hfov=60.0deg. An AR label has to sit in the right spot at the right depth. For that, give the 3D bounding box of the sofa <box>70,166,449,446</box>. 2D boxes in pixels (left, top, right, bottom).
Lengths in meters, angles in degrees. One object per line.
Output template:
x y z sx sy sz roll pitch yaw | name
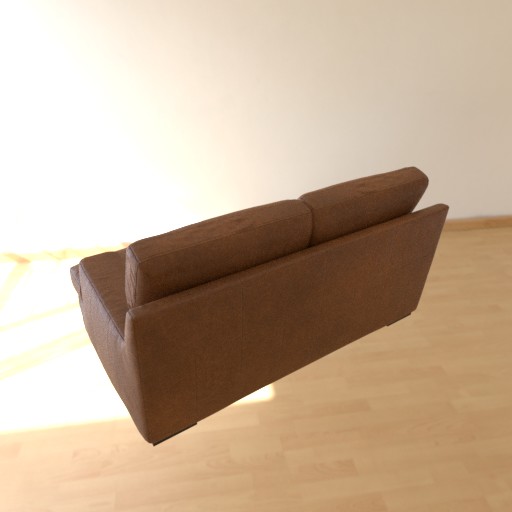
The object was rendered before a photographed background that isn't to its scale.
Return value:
0.000 0.000 2.518 1.880 0.966 1.144 -18 34 -29 | sofa
